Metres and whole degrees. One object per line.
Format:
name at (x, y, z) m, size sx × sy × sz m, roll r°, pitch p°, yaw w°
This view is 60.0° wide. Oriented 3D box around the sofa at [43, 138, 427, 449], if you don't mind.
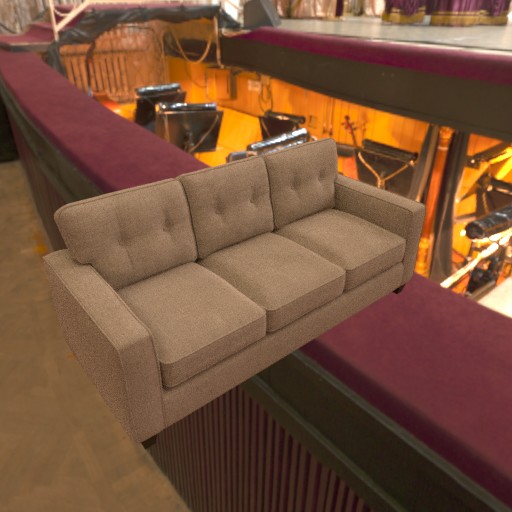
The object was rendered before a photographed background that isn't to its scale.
sofa at (0.000, 0.000, 2.638) m, size 2.133 × 0.965 × 0.939 m, roll -23°, pitch 37°, yaw -33°
